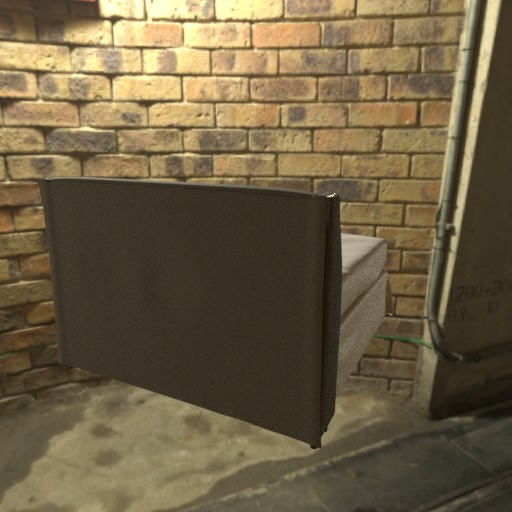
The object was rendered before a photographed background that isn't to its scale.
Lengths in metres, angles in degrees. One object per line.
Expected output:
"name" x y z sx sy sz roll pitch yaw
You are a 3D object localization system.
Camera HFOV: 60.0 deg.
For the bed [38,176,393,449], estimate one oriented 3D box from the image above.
"bed" 0.000 0.000 3.458 1.925 1.332 2.276 8 17 26
